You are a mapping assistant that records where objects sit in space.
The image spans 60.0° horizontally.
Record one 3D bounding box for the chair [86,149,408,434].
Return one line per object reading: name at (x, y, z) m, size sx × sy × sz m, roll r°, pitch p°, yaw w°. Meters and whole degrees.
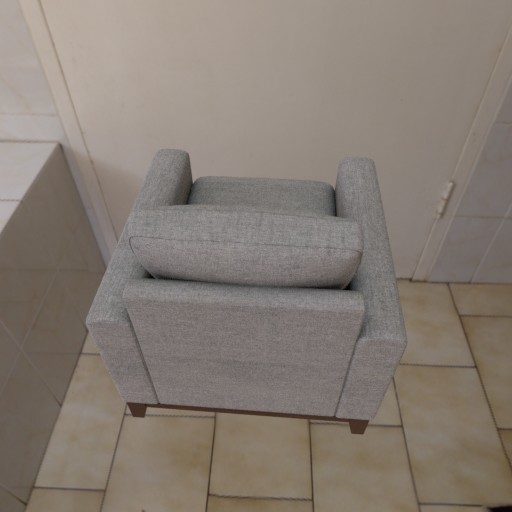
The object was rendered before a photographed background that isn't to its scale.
chair at (0.000, 0.000, 1.874) m, size 1.024 × 1.010 × 1.038 m, roll 3°, pitch 46°, yaw 3°
